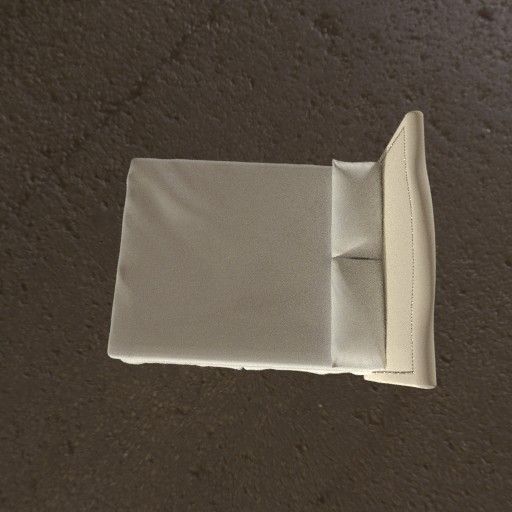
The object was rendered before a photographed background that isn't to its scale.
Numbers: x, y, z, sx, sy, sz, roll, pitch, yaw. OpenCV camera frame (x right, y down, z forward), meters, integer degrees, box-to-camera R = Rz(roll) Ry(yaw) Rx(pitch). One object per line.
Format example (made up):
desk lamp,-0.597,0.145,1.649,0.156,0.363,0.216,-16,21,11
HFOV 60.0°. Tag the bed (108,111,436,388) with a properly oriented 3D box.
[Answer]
bed,0.000,0.000,3.317,2.143,1.460,1.753,3,76,1
